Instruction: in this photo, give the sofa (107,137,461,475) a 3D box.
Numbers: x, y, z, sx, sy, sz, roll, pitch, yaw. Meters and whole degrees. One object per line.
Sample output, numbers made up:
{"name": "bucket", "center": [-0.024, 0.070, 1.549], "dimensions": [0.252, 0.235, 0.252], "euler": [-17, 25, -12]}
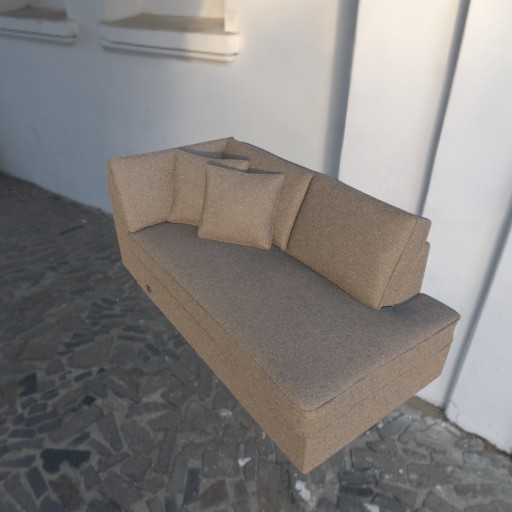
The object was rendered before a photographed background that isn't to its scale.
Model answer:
{"name": "sofa", "center": [0.000, 0.000, 2.808], "dimensions": [1.110, 1.033, 2.237], "euler": [-21, 38, -30]}
